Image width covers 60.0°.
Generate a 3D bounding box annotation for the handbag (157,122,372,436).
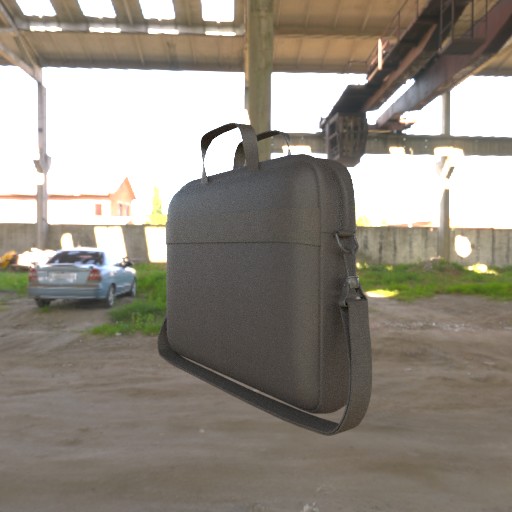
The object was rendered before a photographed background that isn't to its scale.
[{"bbox_3d":[0.000,0.000,0.590,0.126,0.330,0.429,-1,1,-35],"label":"handbag"}]
